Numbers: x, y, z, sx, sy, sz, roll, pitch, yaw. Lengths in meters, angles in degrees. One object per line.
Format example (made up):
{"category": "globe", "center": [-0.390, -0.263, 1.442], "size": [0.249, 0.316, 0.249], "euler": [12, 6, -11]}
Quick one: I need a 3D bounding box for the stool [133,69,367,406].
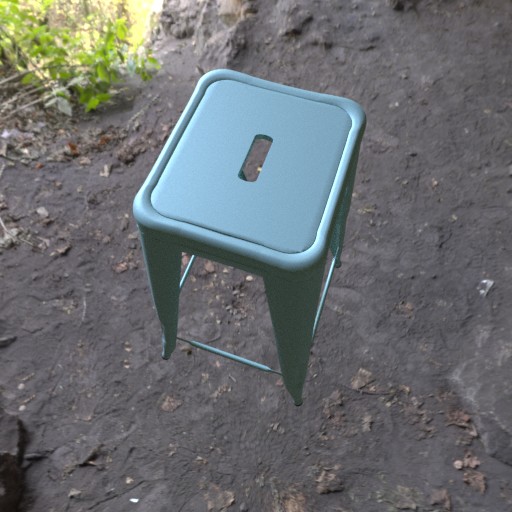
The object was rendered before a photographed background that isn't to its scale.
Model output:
{"category": "stool", "center": [0.000, 0.000, 0.866], "size": [0.359, 0.609, 0.399], "euler": [17, 65, 8]}
